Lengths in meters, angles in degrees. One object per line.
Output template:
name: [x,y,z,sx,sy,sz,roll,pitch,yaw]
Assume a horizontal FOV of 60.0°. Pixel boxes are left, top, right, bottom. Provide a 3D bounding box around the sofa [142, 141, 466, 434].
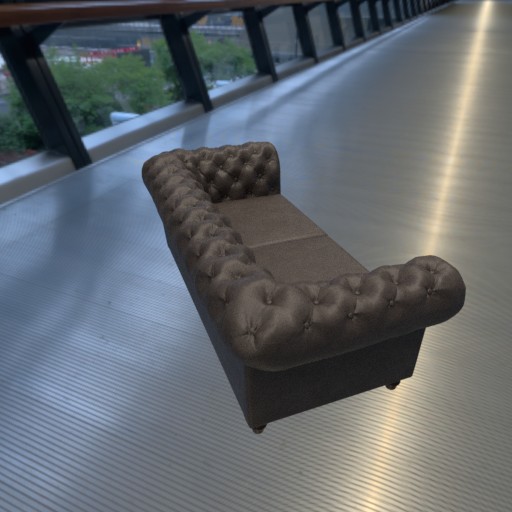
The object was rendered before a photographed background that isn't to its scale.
sofa: [0.000,0.000,2.475,0.944,0.779,2.048,-11,32,-18]
